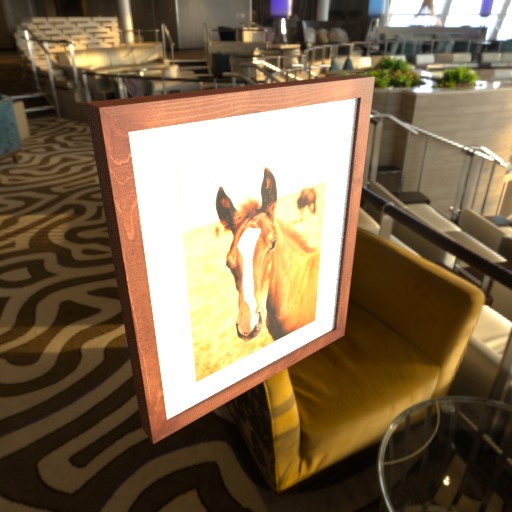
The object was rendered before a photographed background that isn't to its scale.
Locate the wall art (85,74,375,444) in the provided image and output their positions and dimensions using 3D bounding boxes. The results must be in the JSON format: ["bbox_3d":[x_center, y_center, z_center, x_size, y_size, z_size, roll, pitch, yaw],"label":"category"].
[{"bbox_3d":[0.000,0.000,0.531,0.330,0.381,0.030,-20,34,-33],"label":"wall art"}]
